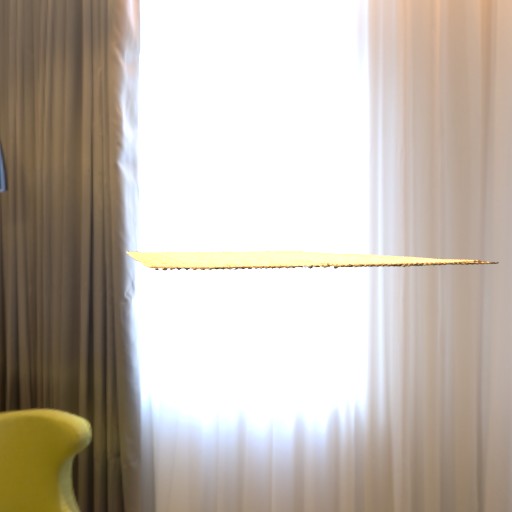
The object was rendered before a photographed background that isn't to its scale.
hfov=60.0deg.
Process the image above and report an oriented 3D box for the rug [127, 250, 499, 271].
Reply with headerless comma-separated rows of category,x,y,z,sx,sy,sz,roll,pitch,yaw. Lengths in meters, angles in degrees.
rug,0.000,0.000,2.265,1.218,0.017,1.861,-1,2,-18
